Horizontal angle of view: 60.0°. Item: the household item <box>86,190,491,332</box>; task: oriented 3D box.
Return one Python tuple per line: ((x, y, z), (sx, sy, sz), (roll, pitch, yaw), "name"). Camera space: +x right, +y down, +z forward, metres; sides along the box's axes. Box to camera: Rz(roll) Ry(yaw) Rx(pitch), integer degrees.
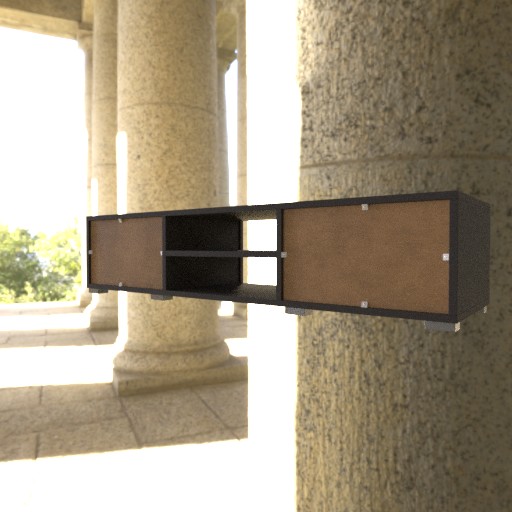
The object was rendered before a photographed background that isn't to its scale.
((0.000, 0.000, 1.547), (1.400, 0.310, 0.420), (1, 2, 37), "household item")
